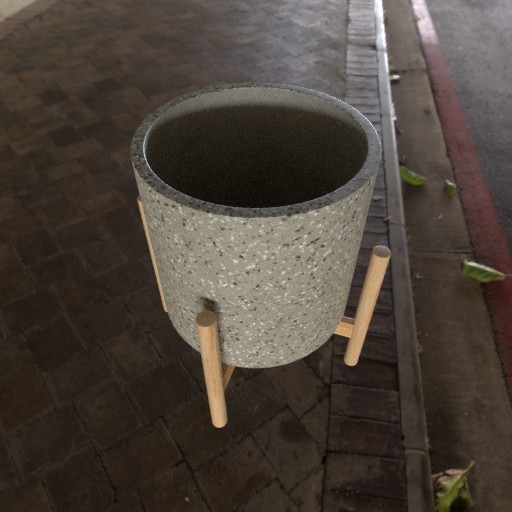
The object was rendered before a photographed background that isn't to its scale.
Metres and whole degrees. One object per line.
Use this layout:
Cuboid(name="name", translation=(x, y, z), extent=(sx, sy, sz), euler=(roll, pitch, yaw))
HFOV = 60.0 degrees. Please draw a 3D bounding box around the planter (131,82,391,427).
Cuboid(name="planter", translation=(0.000, 0.000, 0.695), extent=(0.360, 0.419, 0.360), euler=(33, 54, 28))
